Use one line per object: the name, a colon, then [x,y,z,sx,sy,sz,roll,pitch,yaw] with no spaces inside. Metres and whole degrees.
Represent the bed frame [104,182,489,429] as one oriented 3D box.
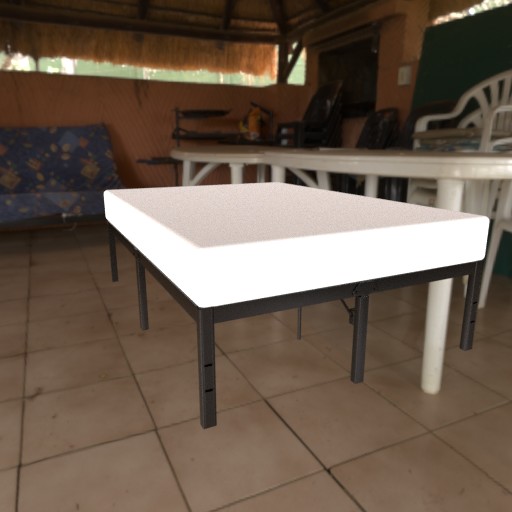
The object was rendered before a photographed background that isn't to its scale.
bed frame: [0.000,0.000,2.624,1.408,0.659,1.956,-7,16,-26]
